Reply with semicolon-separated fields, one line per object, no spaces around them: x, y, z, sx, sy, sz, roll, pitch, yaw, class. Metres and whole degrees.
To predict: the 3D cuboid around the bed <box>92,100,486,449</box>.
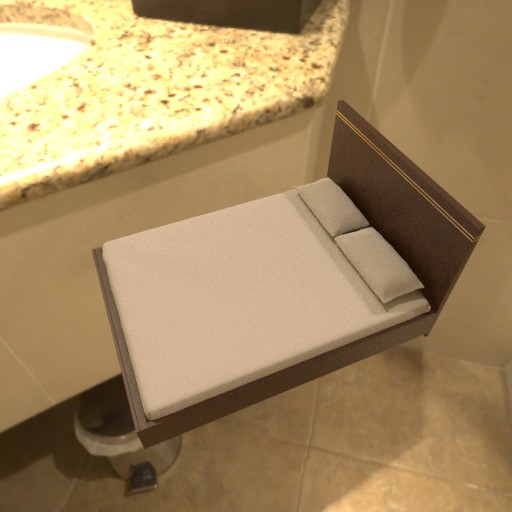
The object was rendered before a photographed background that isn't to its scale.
0.000;0.000;3.215;2.221;1.169;1.613;-17;50;-15;bed
